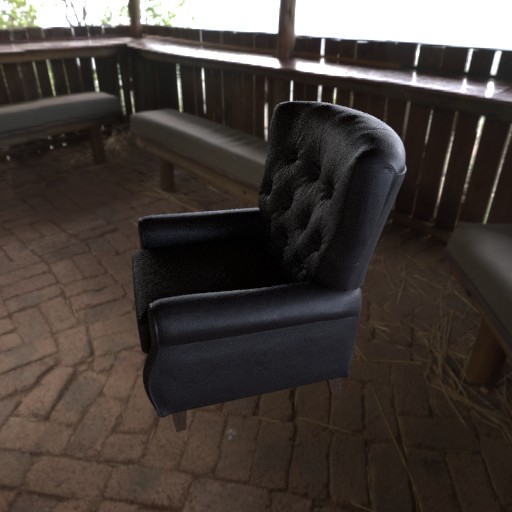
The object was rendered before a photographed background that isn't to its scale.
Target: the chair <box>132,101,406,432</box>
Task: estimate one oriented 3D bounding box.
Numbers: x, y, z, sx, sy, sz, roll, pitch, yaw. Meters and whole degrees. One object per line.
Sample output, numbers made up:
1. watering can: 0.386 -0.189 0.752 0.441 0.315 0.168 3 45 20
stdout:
1. chair: 0.000 0.000 1.909 1.058 1.158 0.948 -8 31 -14
